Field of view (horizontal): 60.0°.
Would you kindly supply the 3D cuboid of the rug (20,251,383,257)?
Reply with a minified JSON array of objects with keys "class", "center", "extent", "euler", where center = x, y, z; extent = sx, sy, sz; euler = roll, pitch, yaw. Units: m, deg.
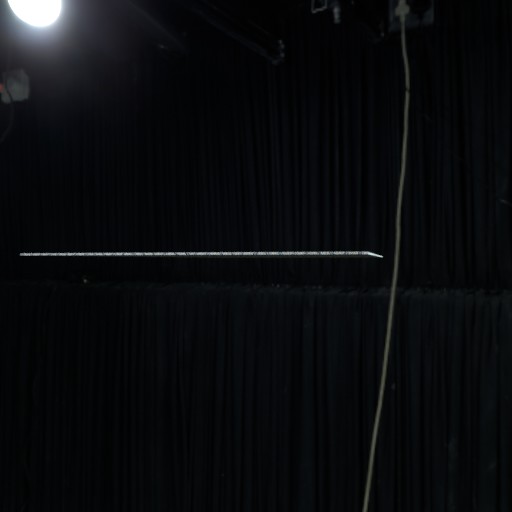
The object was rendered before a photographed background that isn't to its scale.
[{"class":"rug","center":[0.000,0.000,2.293],"extent":[1.220,0.008,1.824],"euler":[0,0,17]}]
